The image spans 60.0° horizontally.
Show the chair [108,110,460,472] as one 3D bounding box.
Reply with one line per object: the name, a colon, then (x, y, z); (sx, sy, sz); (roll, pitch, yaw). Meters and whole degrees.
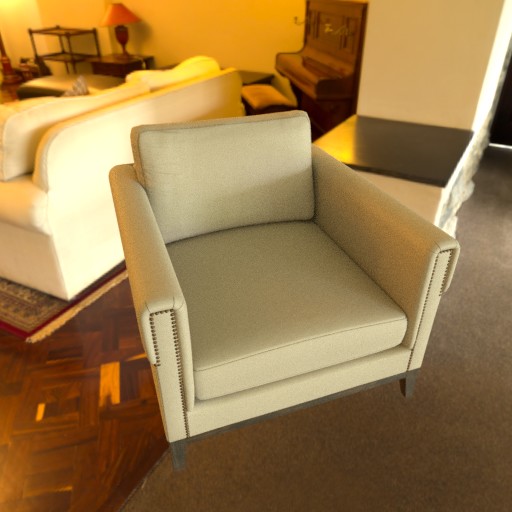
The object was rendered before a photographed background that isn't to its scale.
chair: (0.000, 0.000, 1.626); (0.914, 0.838, 0.959); (-11, 34, -17)
